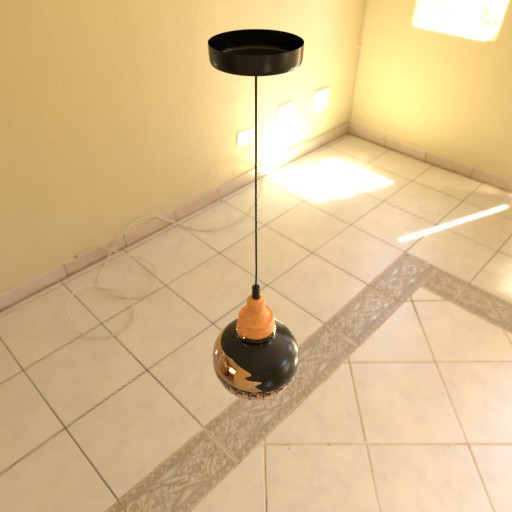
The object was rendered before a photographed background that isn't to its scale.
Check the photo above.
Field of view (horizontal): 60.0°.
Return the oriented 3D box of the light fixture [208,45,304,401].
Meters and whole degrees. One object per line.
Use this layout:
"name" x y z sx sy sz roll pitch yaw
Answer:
"light fixture" 0.000 0.000 1.784 0.430 1.606 0.430 24 46 26
